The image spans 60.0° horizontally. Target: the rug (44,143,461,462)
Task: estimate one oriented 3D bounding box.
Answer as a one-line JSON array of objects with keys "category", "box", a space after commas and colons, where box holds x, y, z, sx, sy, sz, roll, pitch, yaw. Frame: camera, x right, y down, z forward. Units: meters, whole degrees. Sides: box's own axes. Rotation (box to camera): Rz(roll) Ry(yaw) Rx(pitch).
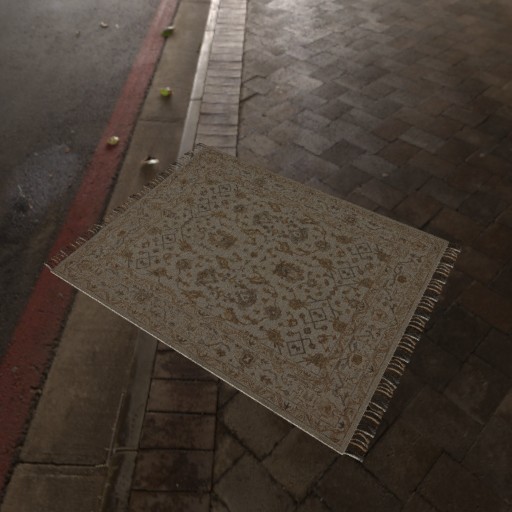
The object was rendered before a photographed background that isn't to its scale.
[{"category": "rug", "box": [0.000, 0.000, 2.254, 1.726, 0.009, 1.278, 26, 53, 21]}]
